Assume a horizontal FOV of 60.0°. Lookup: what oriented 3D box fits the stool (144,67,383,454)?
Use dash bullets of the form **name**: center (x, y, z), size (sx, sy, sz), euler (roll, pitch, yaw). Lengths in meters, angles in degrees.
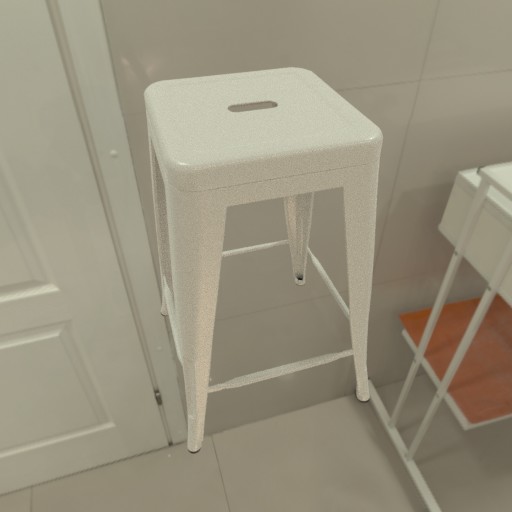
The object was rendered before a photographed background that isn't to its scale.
- **stool**: center (0.000, 0.000, 0.874), size (0.406, 0.610, 0.406), euler (-11, 42, -13)
